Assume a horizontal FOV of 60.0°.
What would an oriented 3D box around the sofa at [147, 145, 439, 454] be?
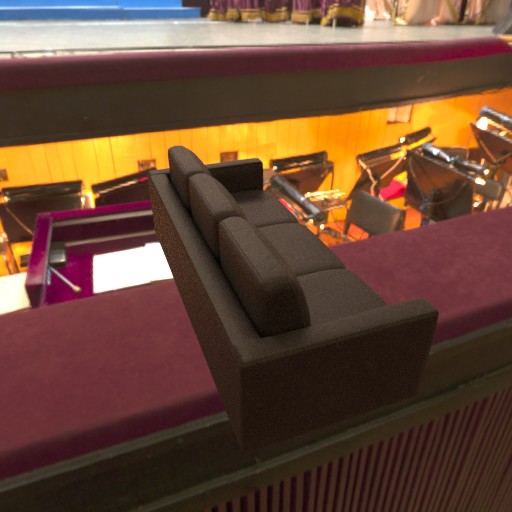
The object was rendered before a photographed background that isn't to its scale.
[{"bbox_3d":[0.000,0.000,2.561,0.879,0.899,2.029,-11,33,-18],"label":"sofa"}]
